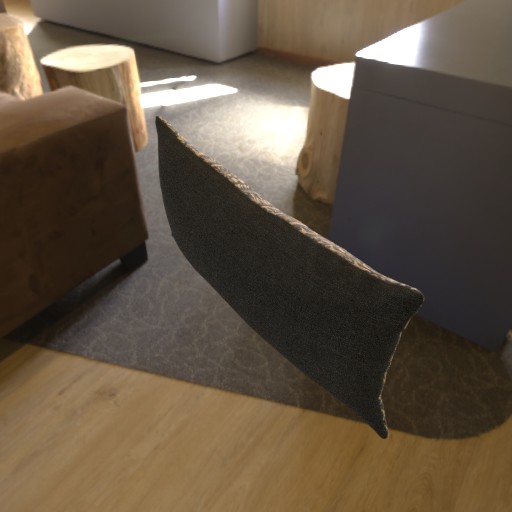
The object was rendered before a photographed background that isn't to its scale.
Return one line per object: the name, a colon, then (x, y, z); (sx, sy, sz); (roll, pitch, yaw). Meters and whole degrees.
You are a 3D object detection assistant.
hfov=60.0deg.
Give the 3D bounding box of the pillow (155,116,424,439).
pillow: (0.000, 0.000, 0.754); (0.148, 0.292, 0.631); (-27, 47, -28)
